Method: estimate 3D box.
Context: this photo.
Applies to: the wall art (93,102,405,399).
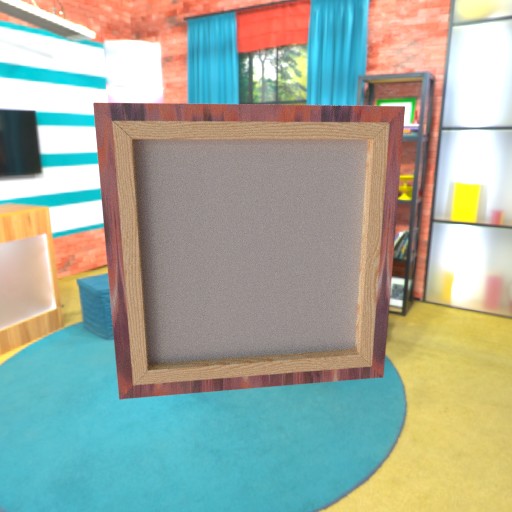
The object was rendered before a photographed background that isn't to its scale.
[{"bbox_3d":[0.000,0.000,0.941,0.603,0.609,0.037,-2,15,-8],"label":"wall art"}]
